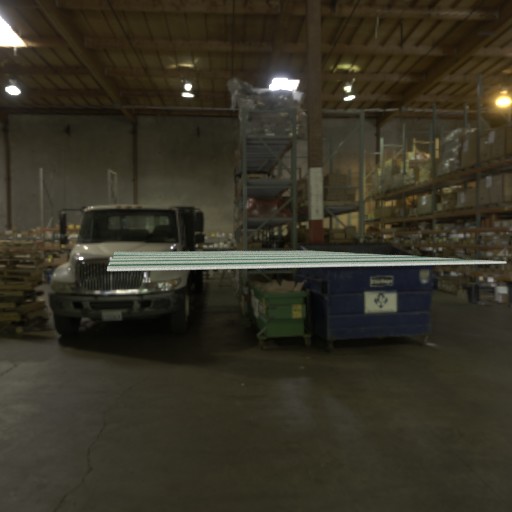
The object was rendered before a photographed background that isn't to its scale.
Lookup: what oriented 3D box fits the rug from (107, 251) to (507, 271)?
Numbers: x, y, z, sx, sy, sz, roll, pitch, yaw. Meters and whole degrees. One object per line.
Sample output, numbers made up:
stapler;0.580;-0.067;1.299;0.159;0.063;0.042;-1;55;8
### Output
rug;0.000;0.000;3.929;2.434;0.019;3.041;-1;2;-17
